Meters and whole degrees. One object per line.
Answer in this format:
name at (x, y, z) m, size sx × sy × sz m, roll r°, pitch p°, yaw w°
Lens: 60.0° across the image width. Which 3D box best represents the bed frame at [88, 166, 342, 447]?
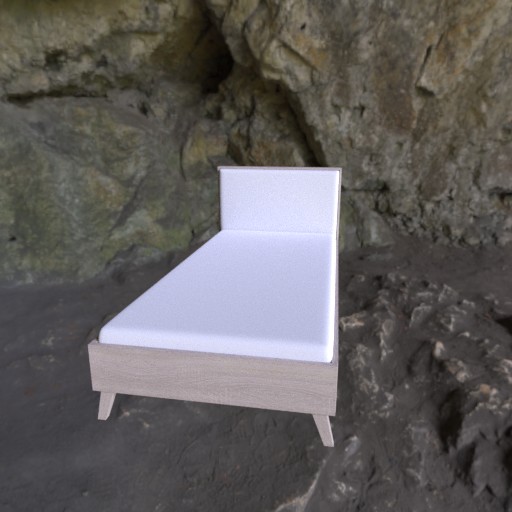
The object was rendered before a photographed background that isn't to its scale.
bed frame at (0.000, 0.000, 2.684) m, size 0.990 × 0.920 × 2.140 m, roll 3°, pitch 15°, yaw 10°
